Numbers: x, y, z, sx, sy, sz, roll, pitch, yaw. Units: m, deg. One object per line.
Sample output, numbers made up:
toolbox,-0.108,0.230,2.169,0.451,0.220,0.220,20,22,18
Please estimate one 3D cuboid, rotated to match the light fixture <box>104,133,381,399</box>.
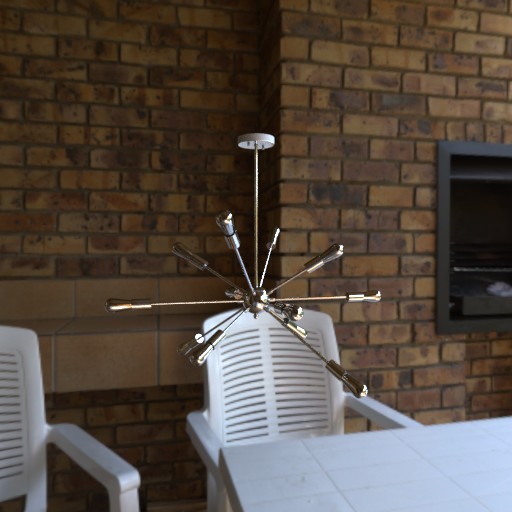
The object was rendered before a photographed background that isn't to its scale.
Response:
light fixture,0.000,0.000,1.053,0.684,0.558,0.509,0,1,-18
